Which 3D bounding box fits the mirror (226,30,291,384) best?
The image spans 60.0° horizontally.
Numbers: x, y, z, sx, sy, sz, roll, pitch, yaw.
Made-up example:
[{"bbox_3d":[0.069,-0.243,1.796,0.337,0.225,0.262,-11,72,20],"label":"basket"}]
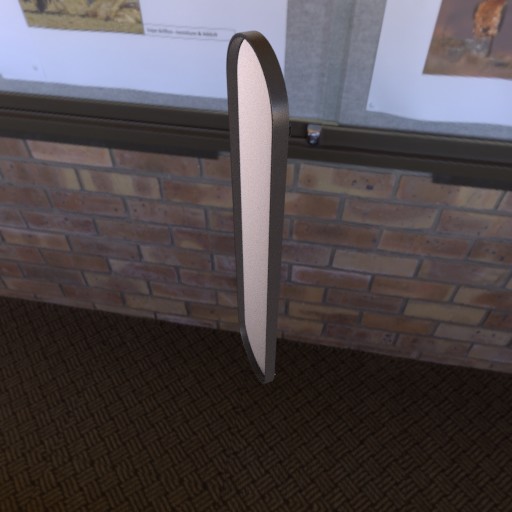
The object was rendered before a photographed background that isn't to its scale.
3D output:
[{"bbox_3d":[0.000,0.000,1.047,0.032,0.991,0.222,-16,48,-15],"label":"mirror"}]
